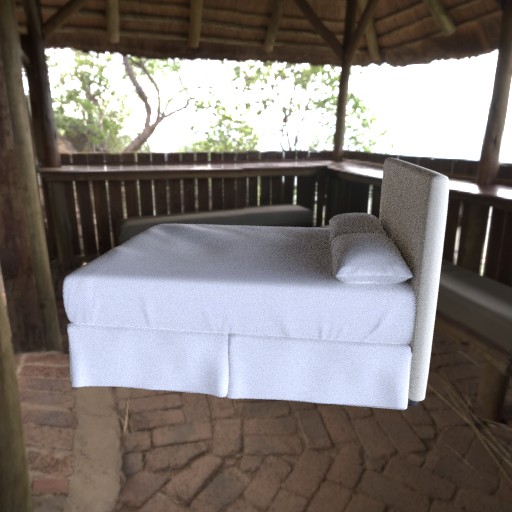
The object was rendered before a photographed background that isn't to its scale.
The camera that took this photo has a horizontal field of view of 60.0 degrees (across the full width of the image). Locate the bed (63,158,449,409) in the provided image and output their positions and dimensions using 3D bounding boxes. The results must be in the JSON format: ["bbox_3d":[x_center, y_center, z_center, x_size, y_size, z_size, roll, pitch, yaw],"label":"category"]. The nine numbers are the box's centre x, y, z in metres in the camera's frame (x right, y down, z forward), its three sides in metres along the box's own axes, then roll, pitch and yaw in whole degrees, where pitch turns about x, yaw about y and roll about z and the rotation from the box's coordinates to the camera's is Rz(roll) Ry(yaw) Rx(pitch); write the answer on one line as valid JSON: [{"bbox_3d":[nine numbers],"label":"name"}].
[{"bbox_3d":[0.000,0.000,3.197,2.147,1.330,1.714,2,16,8],"label":"bed"}]
